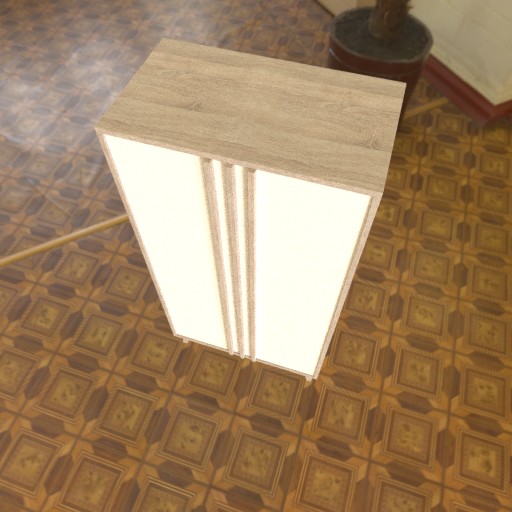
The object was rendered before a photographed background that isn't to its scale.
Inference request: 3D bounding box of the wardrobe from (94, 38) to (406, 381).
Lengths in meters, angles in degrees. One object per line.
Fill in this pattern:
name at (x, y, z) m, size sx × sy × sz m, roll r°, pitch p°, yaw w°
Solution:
wardrobe at (0.000, 0.000, 2.415) m, size 1.000 × 1.960 × 0.600 m, roll 15°, pitch 58°, yaw 10°
